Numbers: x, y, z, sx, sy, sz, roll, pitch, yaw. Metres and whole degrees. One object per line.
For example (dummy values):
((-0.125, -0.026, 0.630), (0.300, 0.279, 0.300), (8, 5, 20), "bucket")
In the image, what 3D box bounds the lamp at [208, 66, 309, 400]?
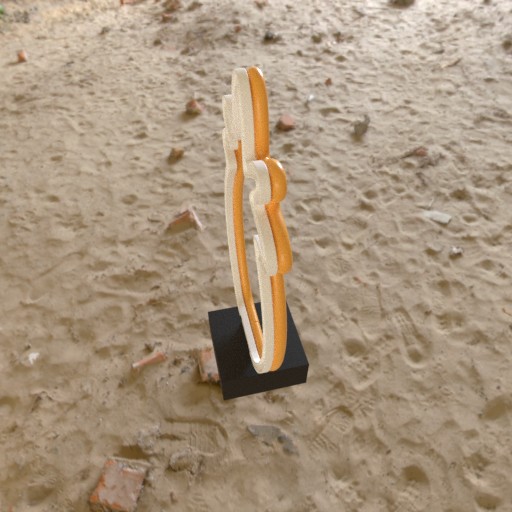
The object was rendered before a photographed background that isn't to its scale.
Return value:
((0.000, 0.000, 0.377), (0.088, 0.317, 0.167), (-9, 46, -9), "lamp")
